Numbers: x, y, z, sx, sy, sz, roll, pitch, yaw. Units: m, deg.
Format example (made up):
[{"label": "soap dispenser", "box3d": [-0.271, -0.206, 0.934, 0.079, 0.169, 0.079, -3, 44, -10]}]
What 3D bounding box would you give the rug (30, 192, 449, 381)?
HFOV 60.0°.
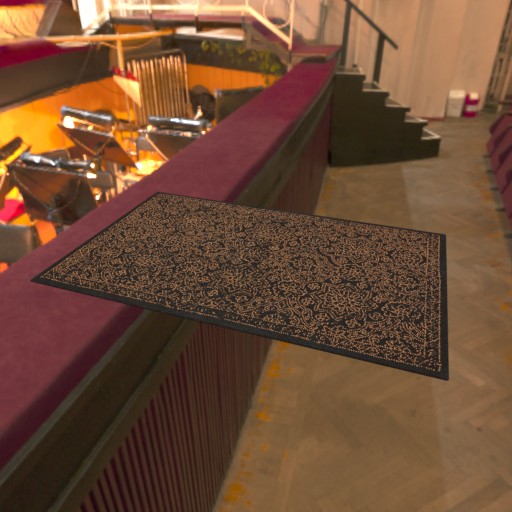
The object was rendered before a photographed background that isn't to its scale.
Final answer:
[{"label": "rug", "box3d": [0.000, 0.000, 3.017, 2.441, 0.015, 1.526, 10, 32, 17]}]
